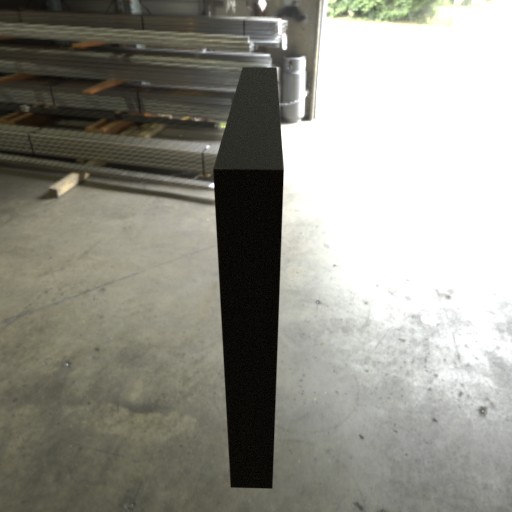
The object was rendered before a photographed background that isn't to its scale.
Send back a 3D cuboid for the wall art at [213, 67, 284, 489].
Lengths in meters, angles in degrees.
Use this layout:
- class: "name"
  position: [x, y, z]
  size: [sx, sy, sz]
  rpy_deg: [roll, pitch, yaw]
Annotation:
- class: "wall art"
  position: [0.000, 0.000, 0.448]
  size: [0.038, 0.305, 0.305]
  rpy_deg: [1, 33, 1]
